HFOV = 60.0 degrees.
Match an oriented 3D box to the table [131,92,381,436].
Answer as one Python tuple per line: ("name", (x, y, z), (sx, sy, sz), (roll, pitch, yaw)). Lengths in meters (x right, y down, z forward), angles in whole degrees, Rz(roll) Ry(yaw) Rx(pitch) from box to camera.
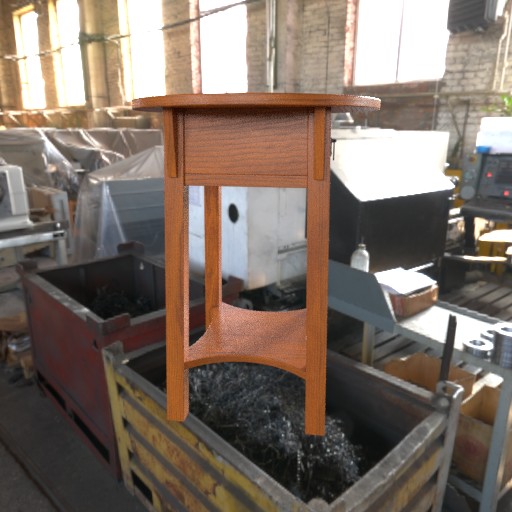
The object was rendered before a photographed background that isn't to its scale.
("table", (0.000, 0.000, 0.926), (0.457, 0.610, 0.457), (0, 16, 0))
